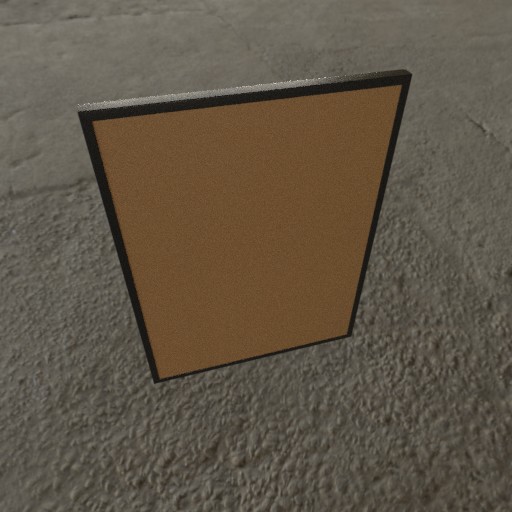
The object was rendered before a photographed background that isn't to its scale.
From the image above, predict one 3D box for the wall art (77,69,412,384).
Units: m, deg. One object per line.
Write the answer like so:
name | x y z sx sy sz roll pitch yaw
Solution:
wall art | 0.000 0.000 1.397 0.804 1.061 0.039 -11 43 -12
